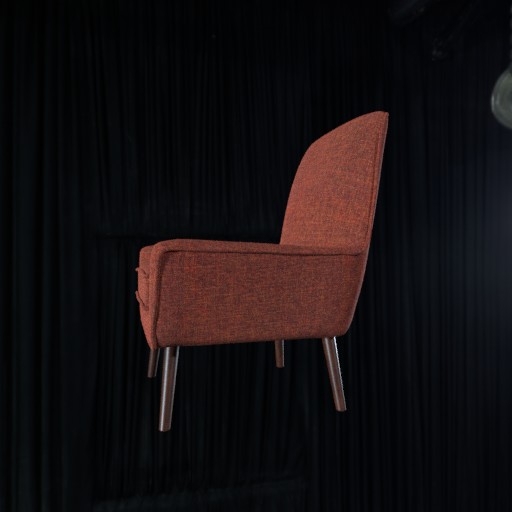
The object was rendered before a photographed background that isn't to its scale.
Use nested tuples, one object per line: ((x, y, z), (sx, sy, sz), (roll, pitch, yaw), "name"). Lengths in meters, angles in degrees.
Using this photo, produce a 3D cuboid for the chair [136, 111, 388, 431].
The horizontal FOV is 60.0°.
((0.000, 0.000, 1.514), (0.784, 0.911, 0.803), (0, 0, -17), "chair")
